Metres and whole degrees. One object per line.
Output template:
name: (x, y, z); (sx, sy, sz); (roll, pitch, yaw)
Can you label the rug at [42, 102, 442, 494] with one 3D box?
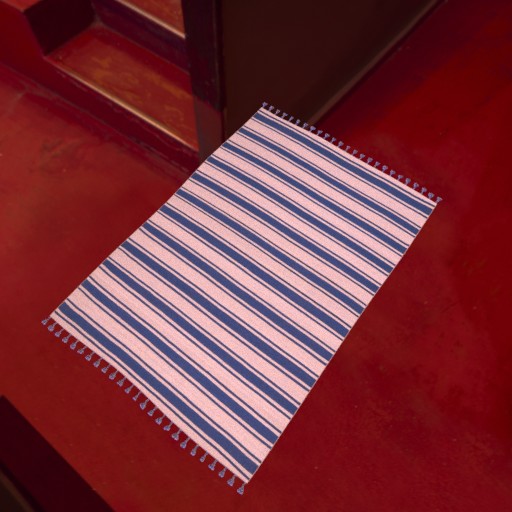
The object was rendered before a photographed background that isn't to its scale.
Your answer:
rug: (0.000, 0.000, 2.902); (1.544, 0.010, 2.315); (34, 68, 16)
